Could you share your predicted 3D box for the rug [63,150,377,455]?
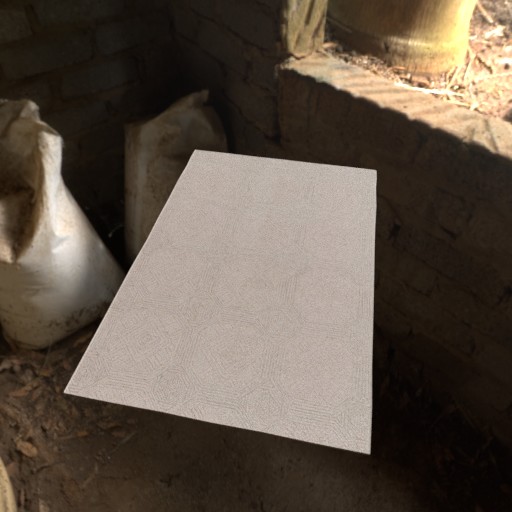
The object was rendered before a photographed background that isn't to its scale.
[{"bbox_3d":[0.000,0.000,2.340,1.236,0.009,1.839,8,46,8],"label":"rug"}]
